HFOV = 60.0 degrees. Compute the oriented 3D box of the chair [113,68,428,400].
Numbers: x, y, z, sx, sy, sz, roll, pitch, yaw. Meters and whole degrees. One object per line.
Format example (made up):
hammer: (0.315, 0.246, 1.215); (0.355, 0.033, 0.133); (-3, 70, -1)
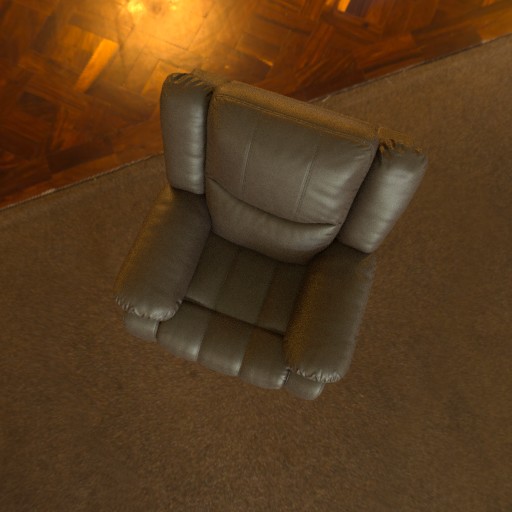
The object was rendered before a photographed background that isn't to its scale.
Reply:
chair: (0.000, 0.000, 1.718); (0.899, 1.009, 0.934); (19, 78, 4)
